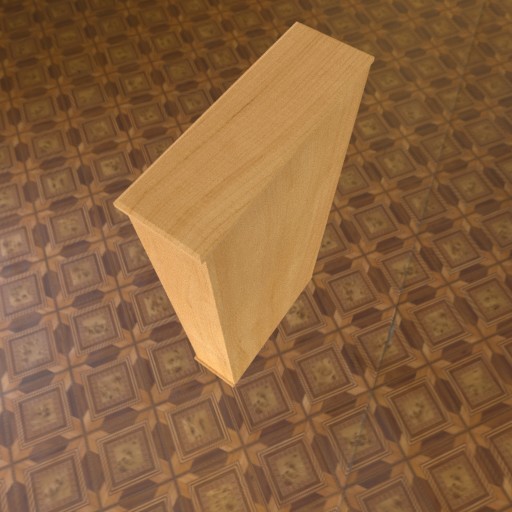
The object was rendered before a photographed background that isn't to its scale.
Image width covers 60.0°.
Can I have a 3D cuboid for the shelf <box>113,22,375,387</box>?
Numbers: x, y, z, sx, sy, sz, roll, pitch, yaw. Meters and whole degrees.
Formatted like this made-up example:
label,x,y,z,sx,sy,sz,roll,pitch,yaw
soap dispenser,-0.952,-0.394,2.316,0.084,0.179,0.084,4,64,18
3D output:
label,x,y,z,sx,sy,sz,roll,pitch,yaw
shelf,0.000,0.000,1.215,0.175,1.030,0.520,32,68,15
